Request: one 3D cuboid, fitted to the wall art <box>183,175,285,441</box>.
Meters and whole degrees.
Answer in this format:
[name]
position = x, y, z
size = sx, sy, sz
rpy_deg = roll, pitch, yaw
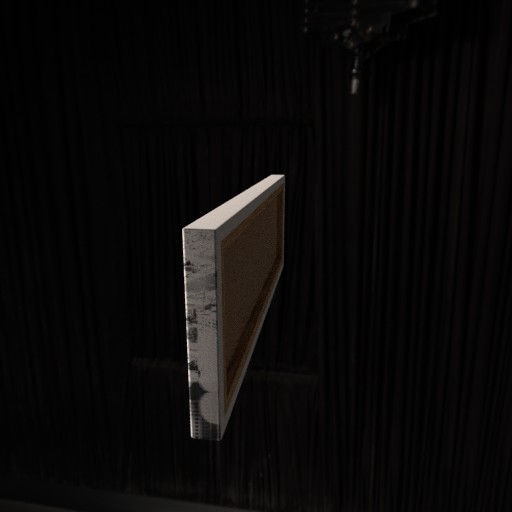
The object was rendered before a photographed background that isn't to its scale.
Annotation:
[wall art]
position = 0.000, 0.000, 0.860
size = 0.038, 0.255, 0.763
rpy_deg = 2, 15, 9
